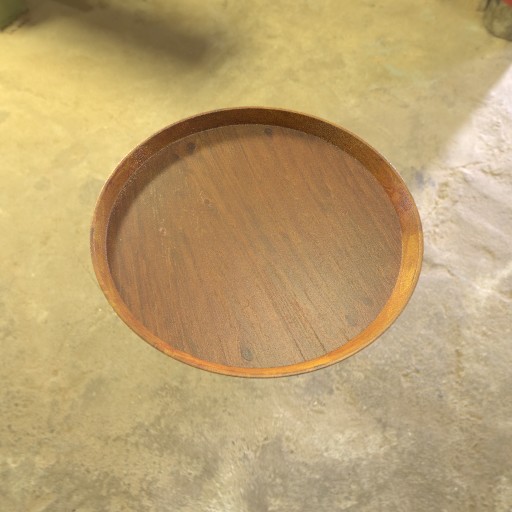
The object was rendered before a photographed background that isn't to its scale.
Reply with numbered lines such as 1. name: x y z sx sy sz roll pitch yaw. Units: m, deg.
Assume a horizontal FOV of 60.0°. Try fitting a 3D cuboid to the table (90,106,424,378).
1. table: 0.000 0.000 1.563 1.016 0.470 1.016 0 59 0
